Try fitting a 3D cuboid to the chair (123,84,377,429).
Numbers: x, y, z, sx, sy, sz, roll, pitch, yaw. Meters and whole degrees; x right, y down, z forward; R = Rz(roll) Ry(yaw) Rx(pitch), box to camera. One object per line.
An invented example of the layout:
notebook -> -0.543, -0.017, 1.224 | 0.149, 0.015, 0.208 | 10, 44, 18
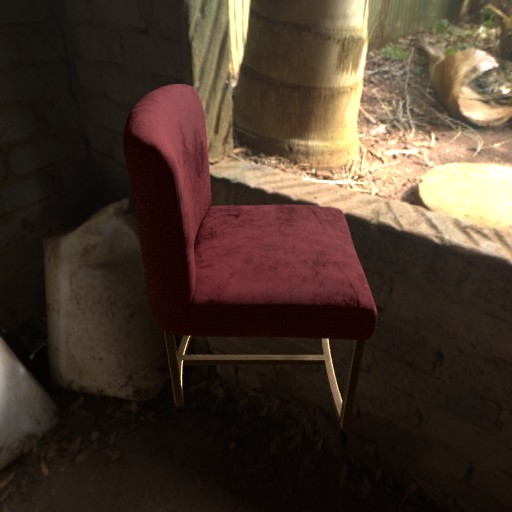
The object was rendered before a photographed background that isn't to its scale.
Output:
chair -> 0.000, 0.000, 1.208 | 0.560, 0.824, 0.530 | 0, 33, 0
